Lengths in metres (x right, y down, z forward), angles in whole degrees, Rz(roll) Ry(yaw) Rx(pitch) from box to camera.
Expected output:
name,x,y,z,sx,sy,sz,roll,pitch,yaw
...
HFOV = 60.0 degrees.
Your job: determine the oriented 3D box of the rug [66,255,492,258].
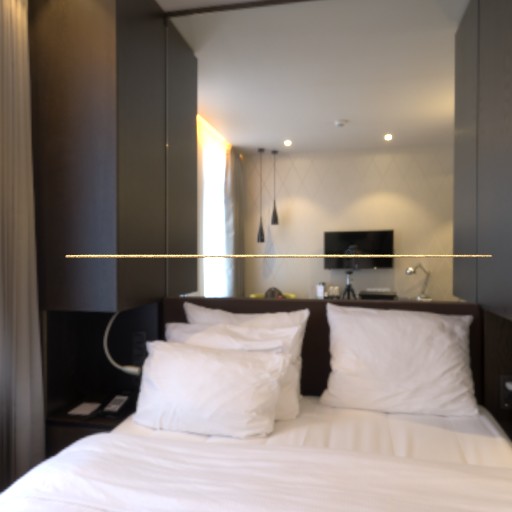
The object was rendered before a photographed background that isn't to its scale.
name,x,y,z,sx,sy,sz,roll,pitch,yaw
rug,0.000,0.000,4.110,3.061,0.014,2.447,0,0,-18
